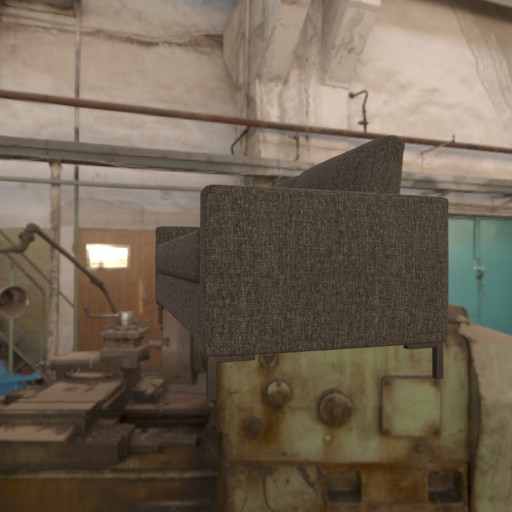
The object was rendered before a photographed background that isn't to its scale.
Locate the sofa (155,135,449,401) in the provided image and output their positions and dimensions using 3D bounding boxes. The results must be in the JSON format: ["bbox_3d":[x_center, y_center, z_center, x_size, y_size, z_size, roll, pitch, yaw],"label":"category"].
[{"bbox_3d":[0.000,0.000,2.181,0.866,0.862,1.716,0,-1,-17],"label":"sofa"}]
